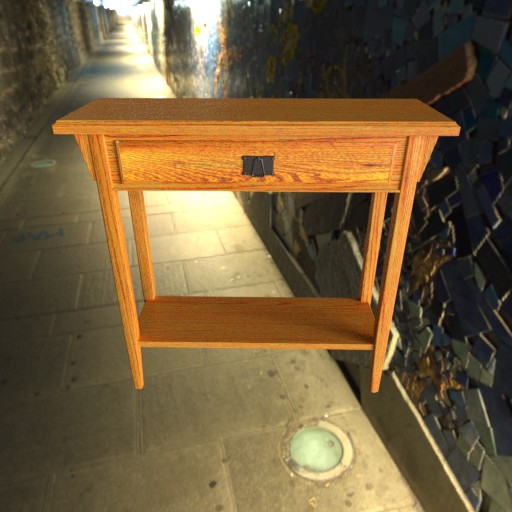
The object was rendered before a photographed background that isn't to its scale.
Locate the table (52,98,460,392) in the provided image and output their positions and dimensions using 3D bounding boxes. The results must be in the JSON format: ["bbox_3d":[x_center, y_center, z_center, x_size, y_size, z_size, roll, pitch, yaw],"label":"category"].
[{"bbox_3d":[0.000,0.000,1.107,0.762,0.711,0.254,1,29,1],"label":"table"}]
